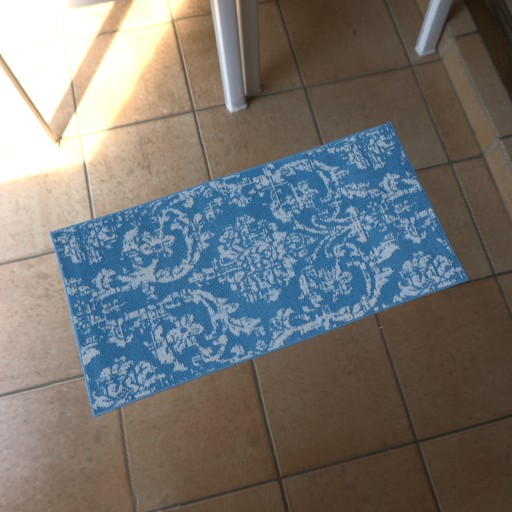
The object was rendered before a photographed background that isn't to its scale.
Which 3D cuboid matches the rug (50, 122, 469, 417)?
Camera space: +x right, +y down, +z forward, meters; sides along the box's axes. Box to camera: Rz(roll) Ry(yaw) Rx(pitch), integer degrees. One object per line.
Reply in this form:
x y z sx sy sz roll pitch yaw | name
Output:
0.000 0.000 1.422 1.219 0.007 0.604 -19 75 -5 | rug
